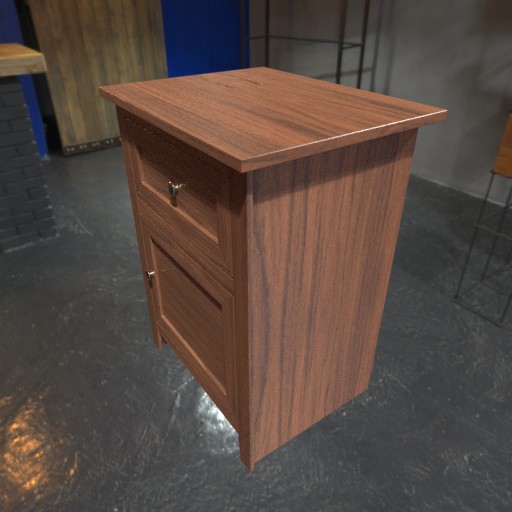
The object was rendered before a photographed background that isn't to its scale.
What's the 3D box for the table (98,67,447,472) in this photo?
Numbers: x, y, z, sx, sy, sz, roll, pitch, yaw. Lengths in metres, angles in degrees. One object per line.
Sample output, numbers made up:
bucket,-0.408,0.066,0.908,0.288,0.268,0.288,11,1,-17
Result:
table,0.000,0.000,0.921,0.381,0.636,0.480,-21,38,-29
